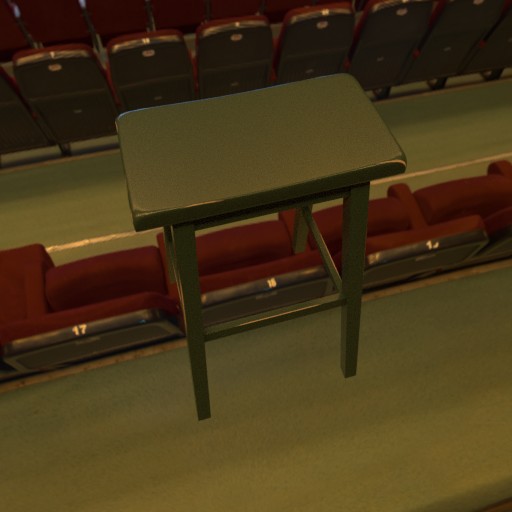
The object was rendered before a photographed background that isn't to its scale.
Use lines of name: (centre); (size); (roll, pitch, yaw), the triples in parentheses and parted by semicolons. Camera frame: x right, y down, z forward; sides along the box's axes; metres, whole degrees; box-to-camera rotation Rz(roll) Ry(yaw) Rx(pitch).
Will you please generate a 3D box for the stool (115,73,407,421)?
stool: (0.000, 0.000, 1.046); (0.457, 0.737, 0.476); (-13, 58, -9)
